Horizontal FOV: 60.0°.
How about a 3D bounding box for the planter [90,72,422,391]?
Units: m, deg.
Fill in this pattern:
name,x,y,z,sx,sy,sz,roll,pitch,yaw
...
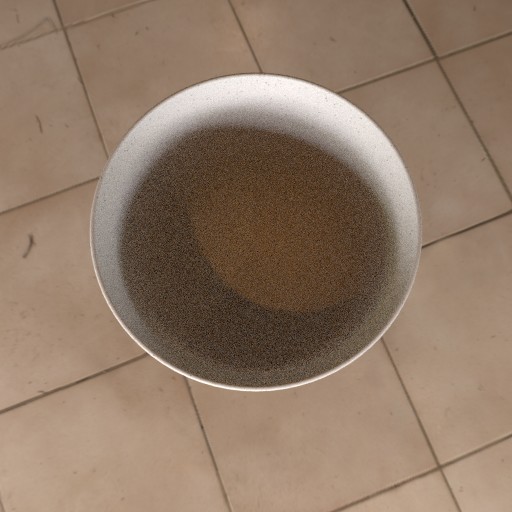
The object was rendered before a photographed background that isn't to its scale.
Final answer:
name,x,y,z,sx,sy,sz,roll,pitch,yaw
planter,0.000,0.000,0.485,0.268,0.270,0.268,0,77,0
